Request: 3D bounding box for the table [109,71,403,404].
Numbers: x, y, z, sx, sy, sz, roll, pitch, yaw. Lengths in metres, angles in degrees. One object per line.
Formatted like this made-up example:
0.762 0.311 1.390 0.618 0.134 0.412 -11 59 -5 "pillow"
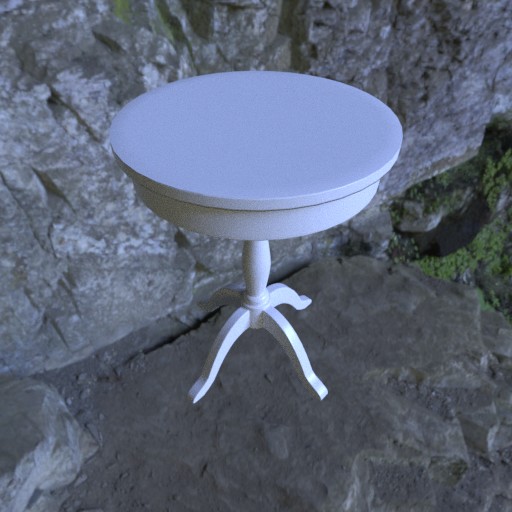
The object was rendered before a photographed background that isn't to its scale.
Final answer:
0.000 0.000 1.010 0.513 0.653 0.513 0 41 0 "table"
